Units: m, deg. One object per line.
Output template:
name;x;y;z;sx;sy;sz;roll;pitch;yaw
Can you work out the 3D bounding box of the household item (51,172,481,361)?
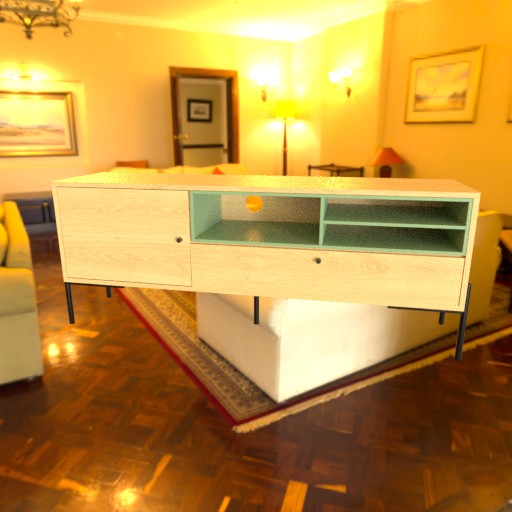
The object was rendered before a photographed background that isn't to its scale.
household item;0.000;0.000;1.782;1.550;0.600;0.400;3;16;11
